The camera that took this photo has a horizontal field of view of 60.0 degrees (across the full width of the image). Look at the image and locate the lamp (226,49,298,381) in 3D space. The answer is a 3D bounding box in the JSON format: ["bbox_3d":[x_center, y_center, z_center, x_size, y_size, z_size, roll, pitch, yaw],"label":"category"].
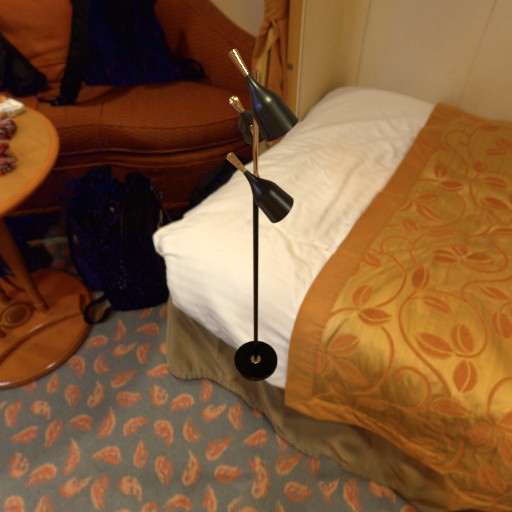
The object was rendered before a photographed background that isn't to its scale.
[{"bbox_3d":[0.000,0.000,1.938,0.253,1.778,0.434,-9,47,-9],"label":"lamp"}]
